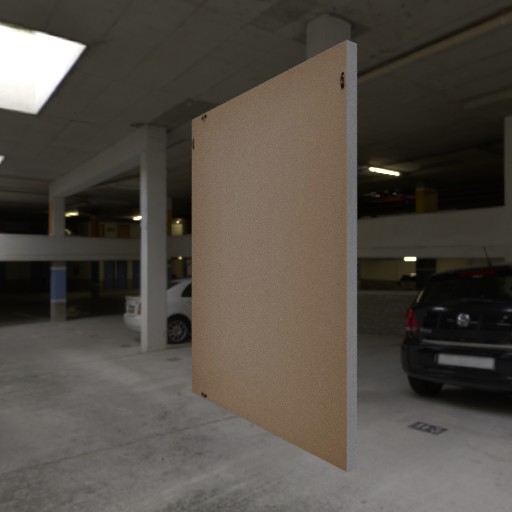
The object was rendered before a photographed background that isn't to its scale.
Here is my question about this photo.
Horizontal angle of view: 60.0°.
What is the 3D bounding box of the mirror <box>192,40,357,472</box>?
[{"bbox_3d":[0.000,0.000,1.357,0.041,1.016,0.762,0,0,-36],"label":"mirror"}]
